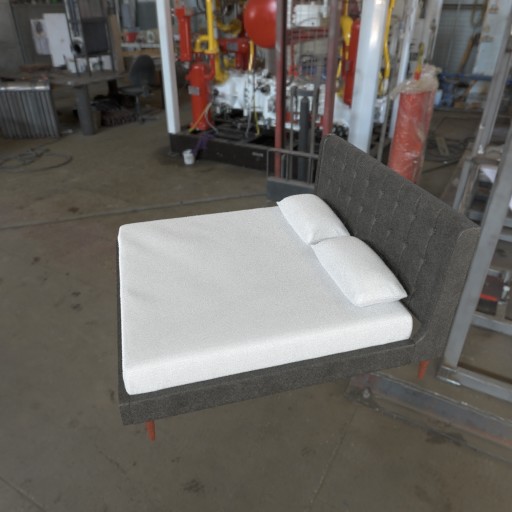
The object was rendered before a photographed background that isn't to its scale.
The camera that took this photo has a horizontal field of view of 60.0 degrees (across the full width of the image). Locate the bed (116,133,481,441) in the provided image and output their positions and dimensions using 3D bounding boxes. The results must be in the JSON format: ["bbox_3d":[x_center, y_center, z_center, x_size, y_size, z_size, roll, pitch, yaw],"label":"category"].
[{"bbox_3d":[0.000,0.000,3.236,2.031,1.158,1.903,-8,32,-13],"label":"bed"}]
